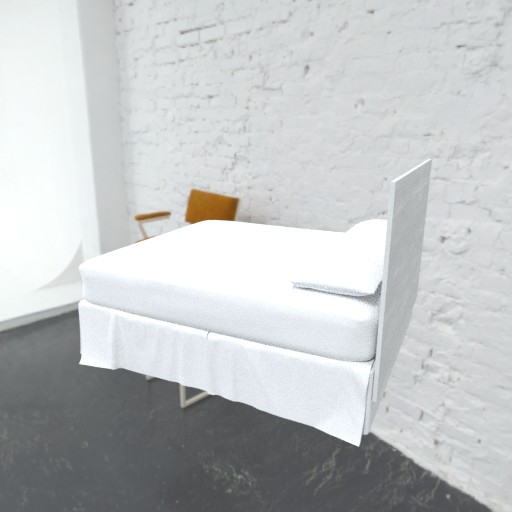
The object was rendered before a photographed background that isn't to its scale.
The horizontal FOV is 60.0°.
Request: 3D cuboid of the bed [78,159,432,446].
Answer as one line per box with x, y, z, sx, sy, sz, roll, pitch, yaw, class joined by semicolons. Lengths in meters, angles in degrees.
0.000;0.000;3.204;2.094;1.335;1.745;8;18;25;bed
